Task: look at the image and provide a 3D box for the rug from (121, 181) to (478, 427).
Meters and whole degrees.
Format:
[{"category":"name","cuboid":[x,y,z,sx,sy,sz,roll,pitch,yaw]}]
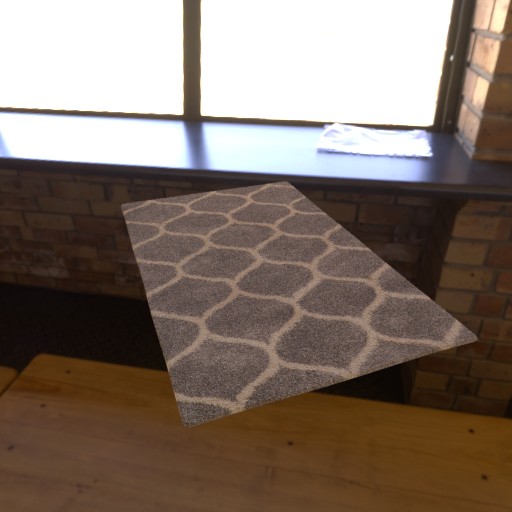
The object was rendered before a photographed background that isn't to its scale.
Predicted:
[{"category":"rug","cuboid":[0.000,0.000,2.937,1.501,0.025,2.348,-11,32,-18]}]
